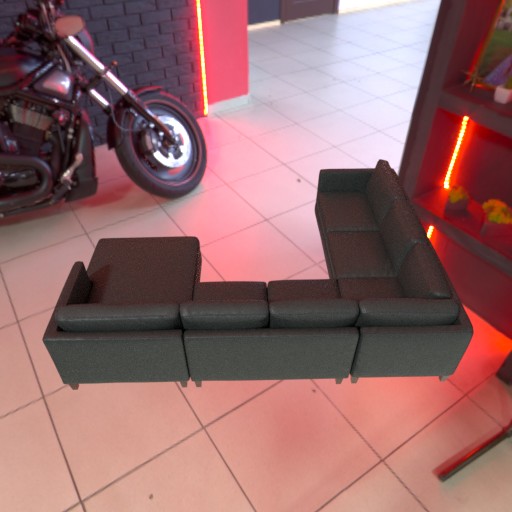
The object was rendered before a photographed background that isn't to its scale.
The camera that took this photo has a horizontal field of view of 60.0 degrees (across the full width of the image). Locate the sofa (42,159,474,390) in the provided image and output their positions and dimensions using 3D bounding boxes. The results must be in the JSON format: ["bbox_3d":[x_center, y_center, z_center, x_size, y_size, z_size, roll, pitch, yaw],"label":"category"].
[{"bbox_3d":[0.000,0.000,4.612,3.460,0.923,2.593,-1,41,-1],"label":"sofa"}]
